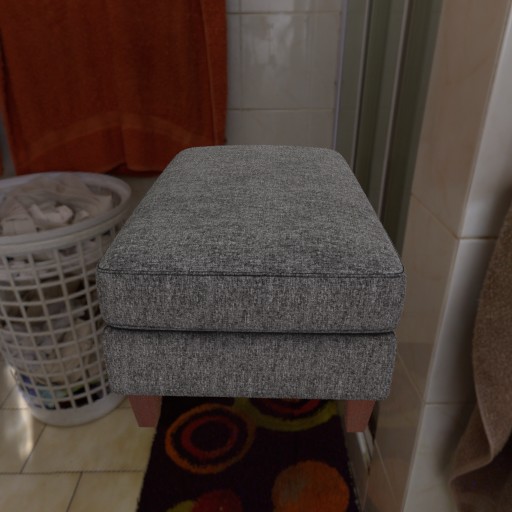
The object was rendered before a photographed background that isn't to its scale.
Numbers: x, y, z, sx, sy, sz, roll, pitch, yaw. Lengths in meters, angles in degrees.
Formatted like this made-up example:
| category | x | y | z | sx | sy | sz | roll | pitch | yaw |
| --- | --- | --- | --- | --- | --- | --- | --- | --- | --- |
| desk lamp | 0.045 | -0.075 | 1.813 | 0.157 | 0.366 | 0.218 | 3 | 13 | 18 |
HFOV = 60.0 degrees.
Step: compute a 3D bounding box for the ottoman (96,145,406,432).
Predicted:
| category | x | y | z | sx | sy | sz | roll | pitch | yaw |
| --- | --- | --- | --- | --- | --- | --- | --- | --- | --- |
| ottoman | 0.000 | 0.000 | 1.228 | 0.584 | 0.483 | 0.864 | 1 | 27 | 1 |
